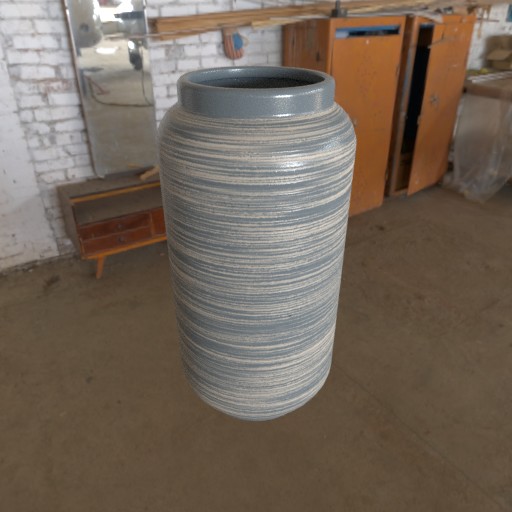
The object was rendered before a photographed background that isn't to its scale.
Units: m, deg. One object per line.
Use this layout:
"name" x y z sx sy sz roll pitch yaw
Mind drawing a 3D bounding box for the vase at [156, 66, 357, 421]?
"vase" 0.000 0.000 0.302 0.116 0.230 0.116 0 30 0
